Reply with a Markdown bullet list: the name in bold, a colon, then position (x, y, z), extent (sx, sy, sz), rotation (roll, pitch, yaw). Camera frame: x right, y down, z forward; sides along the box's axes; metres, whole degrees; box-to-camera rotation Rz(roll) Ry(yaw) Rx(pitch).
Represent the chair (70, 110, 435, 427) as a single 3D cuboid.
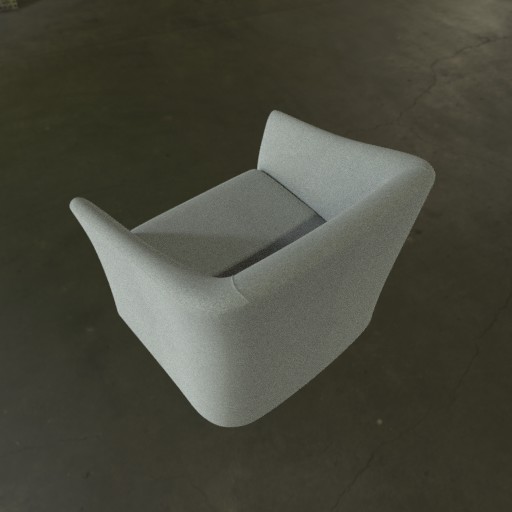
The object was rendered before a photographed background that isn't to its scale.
- **chair**: position (0.000, 0.000, 1.375), extent (0.790, 0.720, 0.700), rotation (-32, 54, -26)
